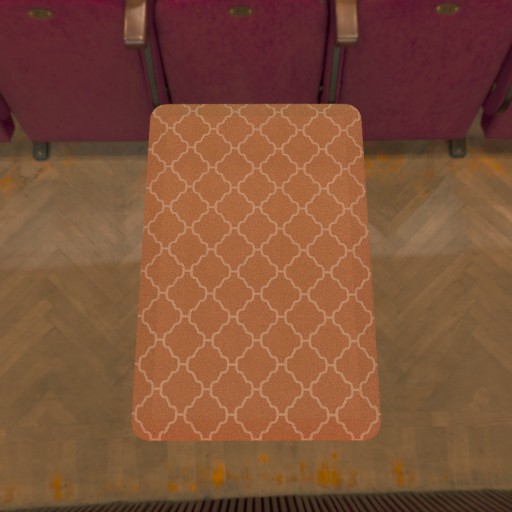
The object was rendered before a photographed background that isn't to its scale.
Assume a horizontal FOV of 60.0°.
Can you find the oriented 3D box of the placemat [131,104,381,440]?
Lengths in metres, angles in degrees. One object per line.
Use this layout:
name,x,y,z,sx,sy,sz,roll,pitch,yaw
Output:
placemat,0.000,0.000,0.977,0.508,0.021,0.762,0,76,0
